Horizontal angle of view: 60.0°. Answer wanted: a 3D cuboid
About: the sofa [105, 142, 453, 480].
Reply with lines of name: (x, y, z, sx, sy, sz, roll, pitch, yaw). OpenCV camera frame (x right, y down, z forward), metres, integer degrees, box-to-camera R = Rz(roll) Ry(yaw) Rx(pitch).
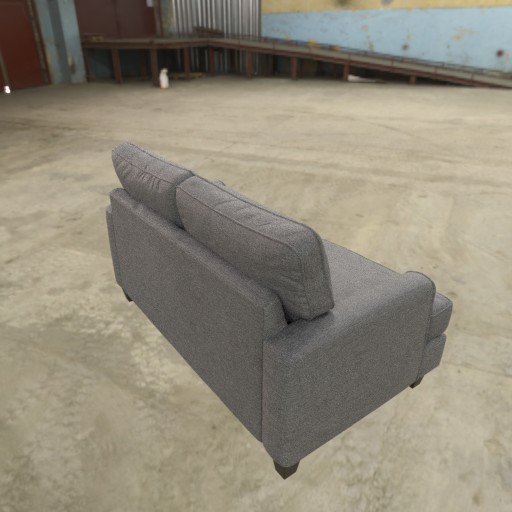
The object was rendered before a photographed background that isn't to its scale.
sofa: (0.000, 0.000, 2.201, 0.965, 0.965, 1.651, -18, 32, -32)
